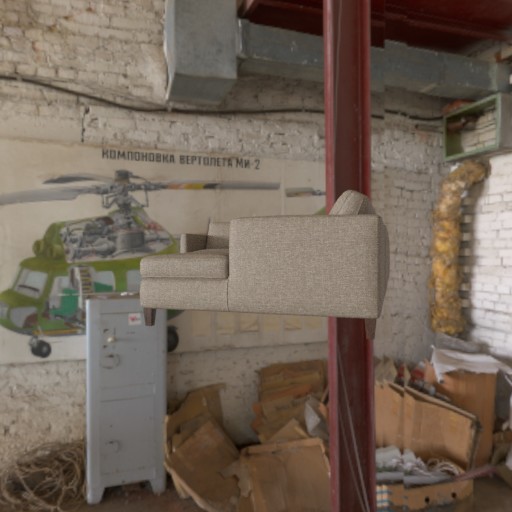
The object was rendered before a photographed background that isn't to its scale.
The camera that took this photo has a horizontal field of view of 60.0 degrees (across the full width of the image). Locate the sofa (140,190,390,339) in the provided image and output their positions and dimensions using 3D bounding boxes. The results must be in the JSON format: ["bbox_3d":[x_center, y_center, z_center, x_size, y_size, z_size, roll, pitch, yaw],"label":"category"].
[{"bbox_3d":[0.000,0.000,4.461,2.551,0.889,3.403,0,1,17],"label":"sofa"}]
